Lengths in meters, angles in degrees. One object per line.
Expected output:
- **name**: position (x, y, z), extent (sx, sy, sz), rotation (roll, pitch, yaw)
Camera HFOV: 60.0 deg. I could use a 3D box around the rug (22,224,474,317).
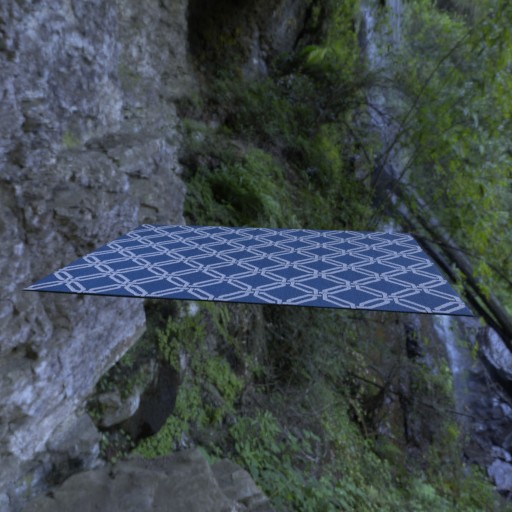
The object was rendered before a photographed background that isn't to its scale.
- **rug**: position (0.000, 0.000, 4.382), extent (3.342, 0.018, 2.432), rotation (2, 17, 8)
